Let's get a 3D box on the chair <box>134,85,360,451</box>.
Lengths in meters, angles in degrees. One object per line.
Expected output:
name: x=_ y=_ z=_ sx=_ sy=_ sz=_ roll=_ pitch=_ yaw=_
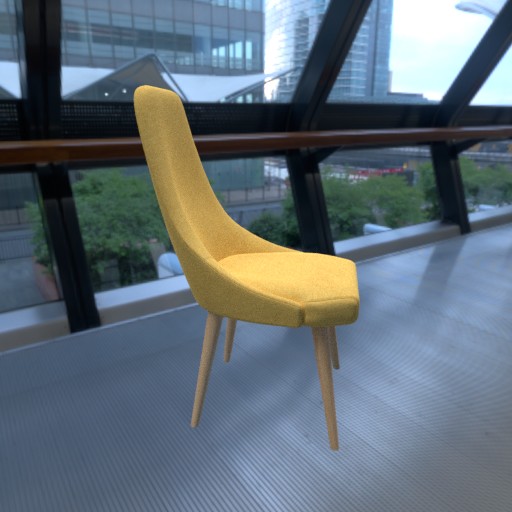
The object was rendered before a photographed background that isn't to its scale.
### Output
chair: x=0.000 y=0.000 z=1.448 sx=0.660 sy=1.040 sz=0.510 roll=3 pitch=16 yaw=10
